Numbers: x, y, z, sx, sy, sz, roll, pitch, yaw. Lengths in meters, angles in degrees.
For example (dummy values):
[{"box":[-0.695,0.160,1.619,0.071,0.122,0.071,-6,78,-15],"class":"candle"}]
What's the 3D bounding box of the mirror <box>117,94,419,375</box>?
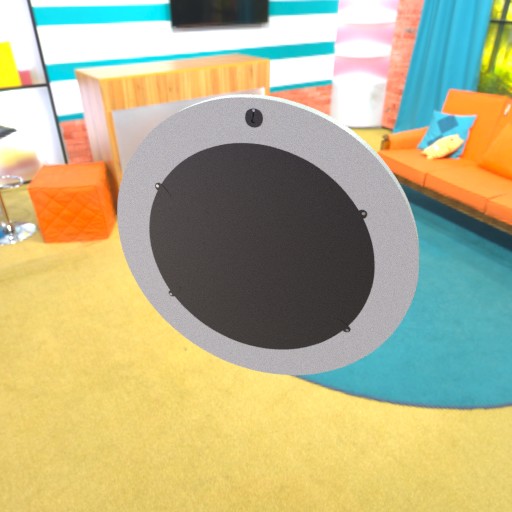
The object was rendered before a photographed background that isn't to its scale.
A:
[{"box":[0.000,0.000,1.320,0.914,0.914,0.038,10,33,15],"class":"mirror"}]
